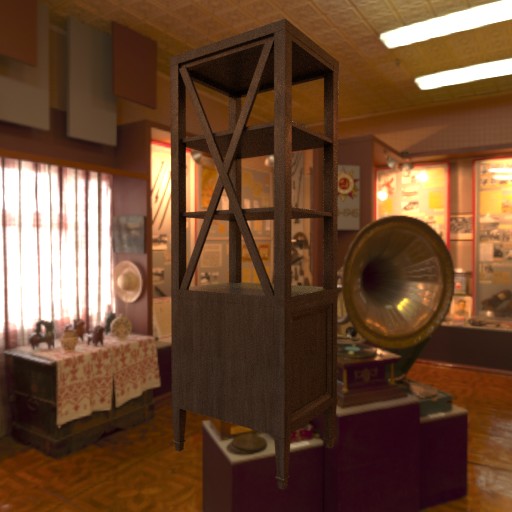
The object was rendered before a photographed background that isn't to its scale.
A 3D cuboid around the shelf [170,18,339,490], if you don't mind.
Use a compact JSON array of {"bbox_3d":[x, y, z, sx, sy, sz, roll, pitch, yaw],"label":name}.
[{"bbox_3d":[0.000,0.000,1.975,0.584,1.727,0.472,1,2,35],"label":"shelf"}]
